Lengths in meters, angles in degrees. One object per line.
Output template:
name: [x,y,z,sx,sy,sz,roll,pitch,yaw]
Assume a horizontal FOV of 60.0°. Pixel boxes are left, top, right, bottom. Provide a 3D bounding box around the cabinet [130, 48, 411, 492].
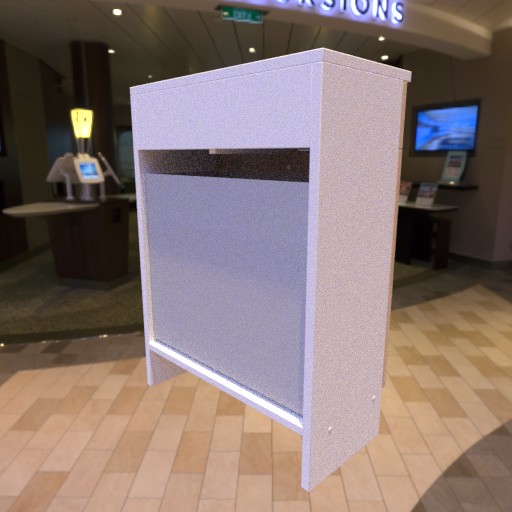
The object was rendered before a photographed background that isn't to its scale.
cabinet: [0.000,0.000,1.094,0.296,0.815,0.600,-12,18,-43]
